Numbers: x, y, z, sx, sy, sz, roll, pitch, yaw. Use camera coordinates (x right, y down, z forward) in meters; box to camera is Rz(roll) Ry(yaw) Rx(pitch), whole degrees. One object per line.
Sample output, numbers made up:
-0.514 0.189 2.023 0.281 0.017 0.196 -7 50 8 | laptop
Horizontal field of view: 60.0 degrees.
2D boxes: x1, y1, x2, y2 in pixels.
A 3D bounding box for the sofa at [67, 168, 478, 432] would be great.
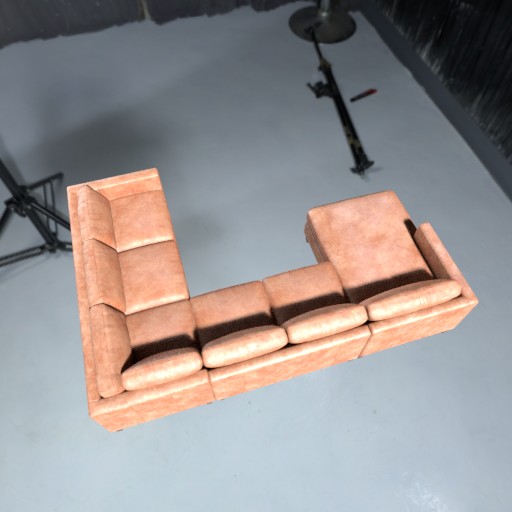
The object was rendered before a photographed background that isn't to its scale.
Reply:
0.000 0.000 4.516 3.401 0.832 2.430 -14 59 -9 | sofa
